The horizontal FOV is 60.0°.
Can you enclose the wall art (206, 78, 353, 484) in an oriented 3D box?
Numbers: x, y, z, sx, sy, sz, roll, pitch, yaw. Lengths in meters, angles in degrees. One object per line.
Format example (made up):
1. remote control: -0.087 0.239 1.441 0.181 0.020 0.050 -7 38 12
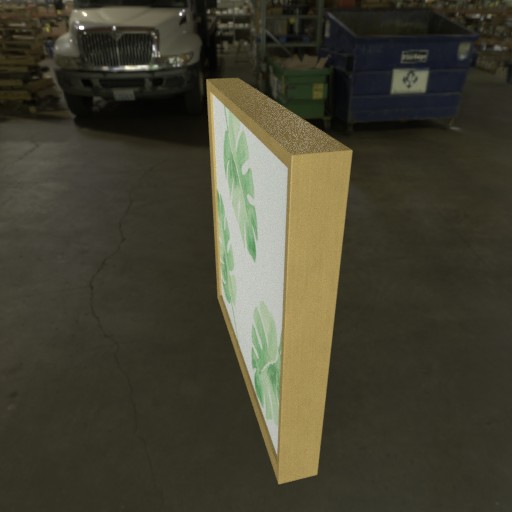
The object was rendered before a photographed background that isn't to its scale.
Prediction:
1. wall art: 0.000 0.000 0.460 0.038 0.305 0.305 -7 30 -13
